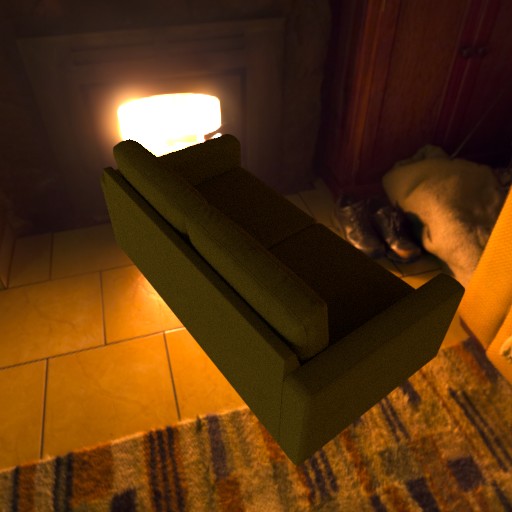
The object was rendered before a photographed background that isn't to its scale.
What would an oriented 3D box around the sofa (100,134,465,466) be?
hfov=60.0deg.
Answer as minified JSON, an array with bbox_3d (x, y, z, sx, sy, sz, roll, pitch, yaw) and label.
[{"bbox_3d":[0.000,0.000,2.264,0.889,0.897,1.730,-26,48,-27],"label":"sofa"}]
